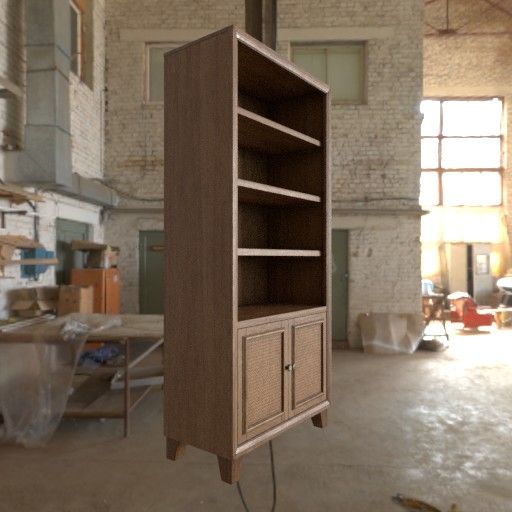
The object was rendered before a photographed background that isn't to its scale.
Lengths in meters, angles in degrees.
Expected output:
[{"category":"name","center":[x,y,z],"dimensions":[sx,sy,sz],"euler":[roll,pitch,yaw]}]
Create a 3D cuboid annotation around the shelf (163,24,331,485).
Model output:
[{"category":"shelf","center":[0.000,0.000,2.317],"dimensions":[0.453,1.930,0.864],"euler":[0,0,38]}]
